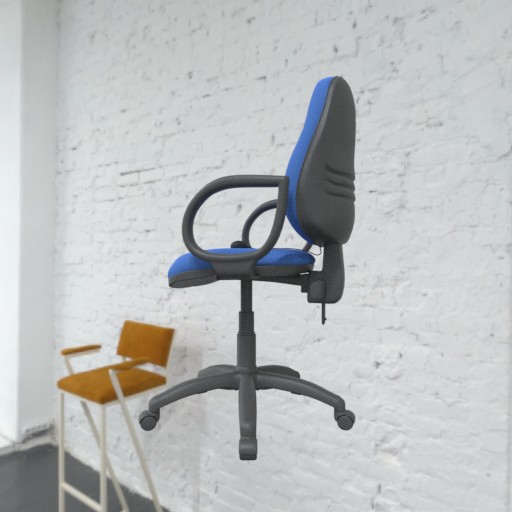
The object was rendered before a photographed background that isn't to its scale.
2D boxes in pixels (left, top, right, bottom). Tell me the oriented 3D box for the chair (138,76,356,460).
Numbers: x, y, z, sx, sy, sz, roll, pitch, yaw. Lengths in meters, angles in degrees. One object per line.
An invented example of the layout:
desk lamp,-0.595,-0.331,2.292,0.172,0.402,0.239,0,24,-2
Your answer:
chair,0.000,0.000,1.241,0.549,0.905,0.552,0,0,18
